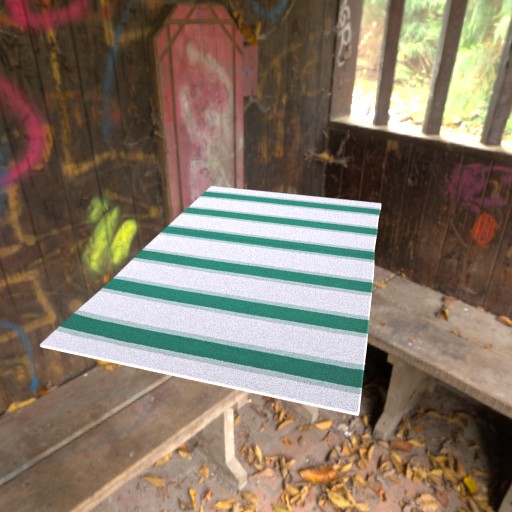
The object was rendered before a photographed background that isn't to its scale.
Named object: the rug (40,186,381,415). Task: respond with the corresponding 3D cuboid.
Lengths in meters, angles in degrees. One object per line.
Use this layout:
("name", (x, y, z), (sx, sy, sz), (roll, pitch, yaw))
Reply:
("rug", (0.000, 0.000, 2.327), (1.210, 0.012, 1.829), (8, 30, 14))
